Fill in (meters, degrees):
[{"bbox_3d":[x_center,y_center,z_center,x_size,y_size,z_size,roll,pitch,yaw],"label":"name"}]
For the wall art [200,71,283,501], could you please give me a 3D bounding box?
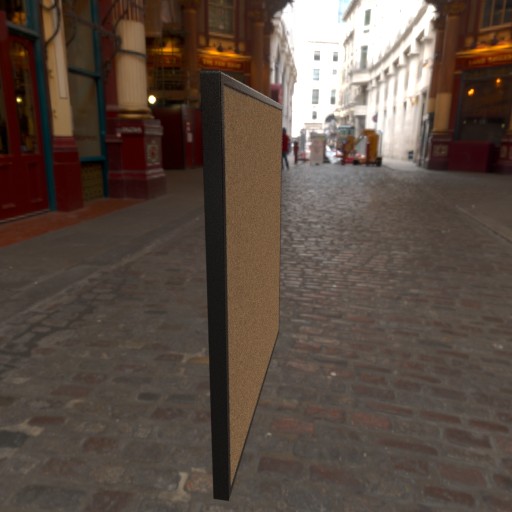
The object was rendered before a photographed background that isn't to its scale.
[{"bbox_3d":[0.000,0.000,0.508,0.014,0.349,0.349,3,15,10],"label":"wall art"}]
